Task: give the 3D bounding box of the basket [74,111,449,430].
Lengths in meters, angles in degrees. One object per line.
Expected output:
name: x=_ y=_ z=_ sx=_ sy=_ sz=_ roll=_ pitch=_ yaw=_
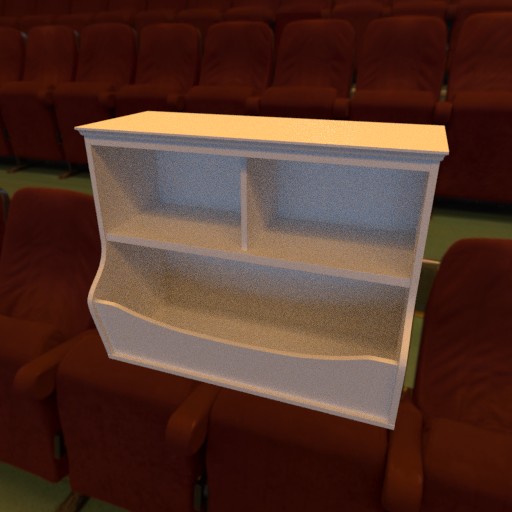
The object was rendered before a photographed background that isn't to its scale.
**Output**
basket: x=0.000 y=0.000 z=1.119 sx=0.792 sy=0.625 sz=0.376 roll=9 pitch=26 yaw=18
